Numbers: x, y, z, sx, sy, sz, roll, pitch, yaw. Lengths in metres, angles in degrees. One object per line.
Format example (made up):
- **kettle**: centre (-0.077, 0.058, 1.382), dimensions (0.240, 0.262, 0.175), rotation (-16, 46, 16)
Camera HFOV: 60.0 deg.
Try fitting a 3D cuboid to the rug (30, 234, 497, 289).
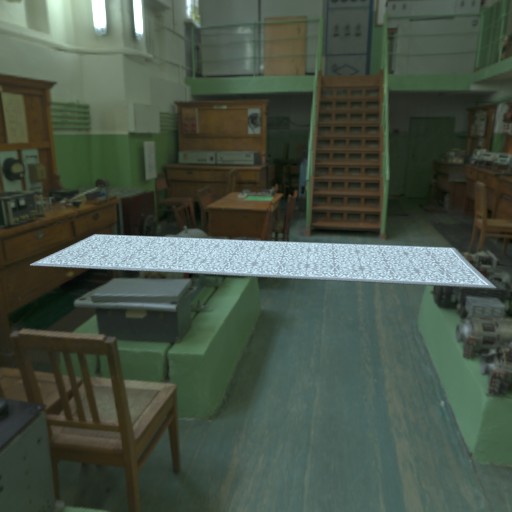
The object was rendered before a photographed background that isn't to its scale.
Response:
- **rug**: centre (0.000, 0.000, 2.377), dimensions (2.196, 0.011, 0.662), rotation (2, 16, 8)
